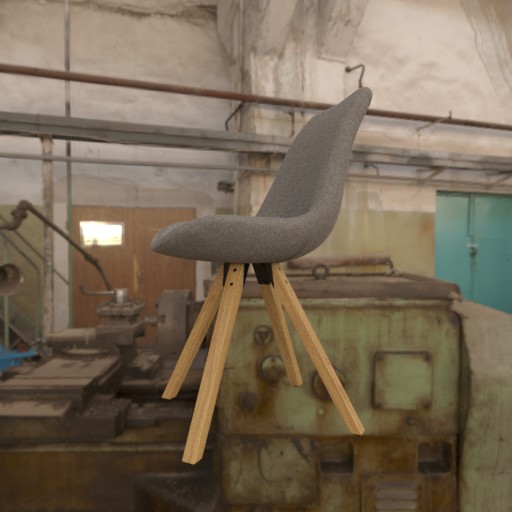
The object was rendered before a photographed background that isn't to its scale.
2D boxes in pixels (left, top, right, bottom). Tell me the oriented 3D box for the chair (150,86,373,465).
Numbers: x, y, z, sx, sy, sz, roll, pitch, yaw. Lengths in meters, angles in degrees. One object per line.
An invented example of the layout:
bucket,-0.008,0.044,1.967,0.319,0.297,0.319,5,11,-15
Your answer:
chair,0.000,0.000,1.189,0.550,0.865,0.483,-1,2,-18
